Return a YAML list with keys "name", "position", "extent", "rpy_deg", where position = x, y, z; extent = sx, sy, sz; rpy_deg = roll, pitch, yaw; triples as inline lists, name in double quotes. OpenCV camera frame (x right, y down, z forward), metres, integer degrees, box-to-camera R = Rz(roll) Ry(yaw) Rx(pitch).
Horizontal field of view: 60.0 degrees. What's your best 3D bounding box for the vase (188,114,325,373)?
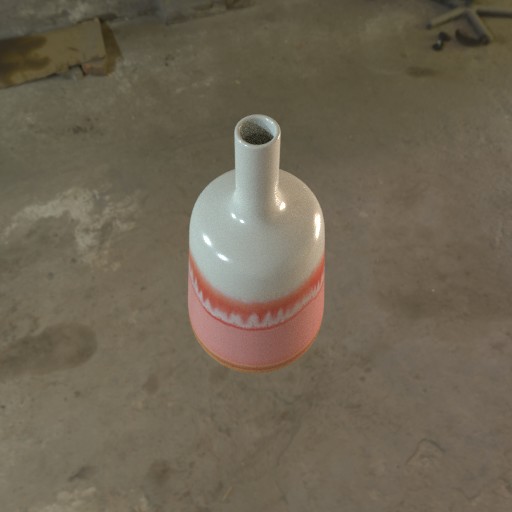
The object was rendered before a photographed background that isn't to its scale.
- name: "vase"
  position: [0.000, 0.000, 0.381]
  extent: [0.144, 0.296, 0.144]
  rpy_deg: [0, 62, 0]
